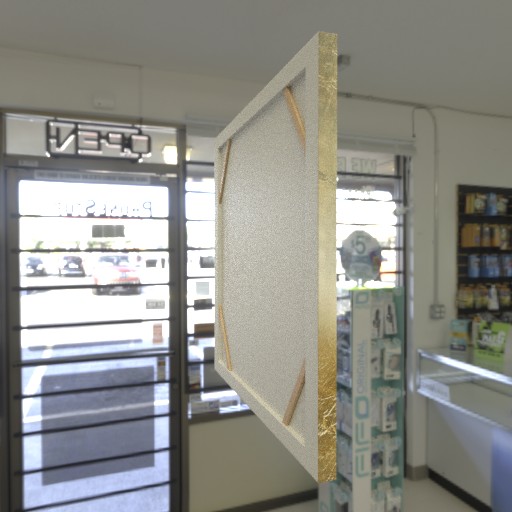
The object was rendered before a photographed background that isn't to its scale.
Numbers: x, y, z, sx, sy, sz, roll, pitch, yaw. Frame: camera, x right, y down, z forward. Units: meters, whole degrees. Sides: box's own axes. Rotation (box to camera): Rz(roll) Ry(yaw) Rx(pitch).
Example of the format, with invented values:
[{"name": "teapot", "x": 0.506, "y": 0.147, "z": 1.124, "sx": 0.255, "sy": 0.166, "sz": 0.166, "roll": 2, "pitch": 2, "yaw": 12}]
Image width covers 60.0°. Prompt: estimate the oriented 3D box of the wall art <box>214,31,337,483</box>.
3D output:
[{"name": "wall art", "x": 0.000, "y": 0.000, "z": 1.595, "sx": 0.051, "sy": 1.091, "sz": 1.092, "roll": 0, "pitch": 1, "yaw": -19}]
